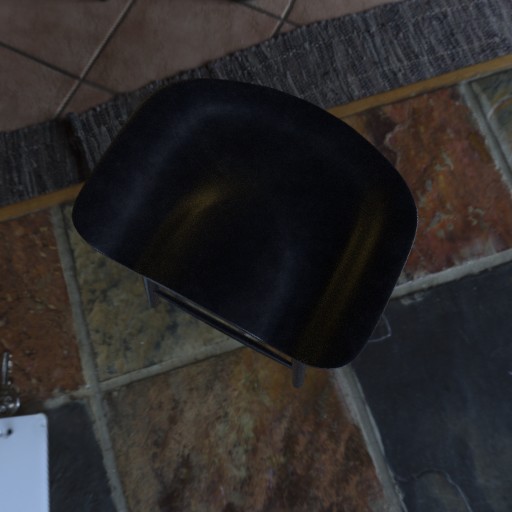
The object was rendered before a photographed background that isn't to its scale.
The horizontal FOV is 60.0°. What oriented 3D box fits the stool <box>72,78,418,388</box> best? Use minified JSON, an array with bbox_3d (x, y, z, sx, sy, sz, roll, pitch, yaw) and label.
[{"bbox_3d":[0.000,0.000,0.850,0.440,0.615,0.361,28,78,7],"label":"stool"}]
